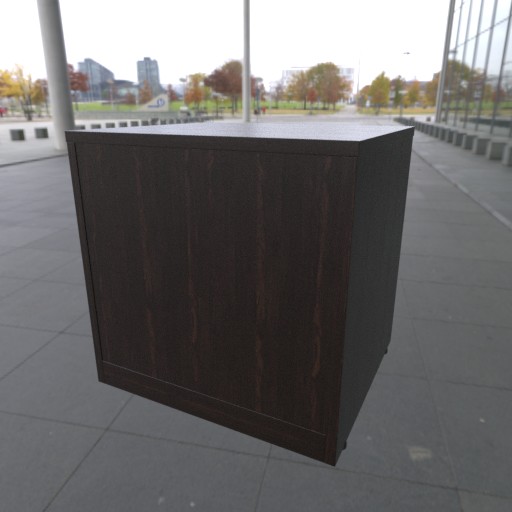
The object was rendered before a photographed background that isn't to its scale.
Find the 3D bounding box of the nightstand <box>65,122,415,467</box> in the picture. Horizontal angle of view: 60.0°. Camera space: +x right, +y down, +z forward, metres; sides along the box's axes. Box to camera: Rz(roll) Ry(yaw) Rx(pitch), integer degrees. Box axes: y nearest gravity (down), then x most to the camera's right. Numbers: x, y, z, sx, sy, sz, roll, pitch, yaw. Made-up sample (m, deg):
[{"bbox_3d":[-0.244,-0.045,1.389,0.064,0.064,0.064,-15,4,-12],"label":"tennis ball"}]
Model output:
[{"bbox_3d":[0.000,0.000,0.879,0.489,0.487,0.427,9,21,25],"label":"nightstand"}]
